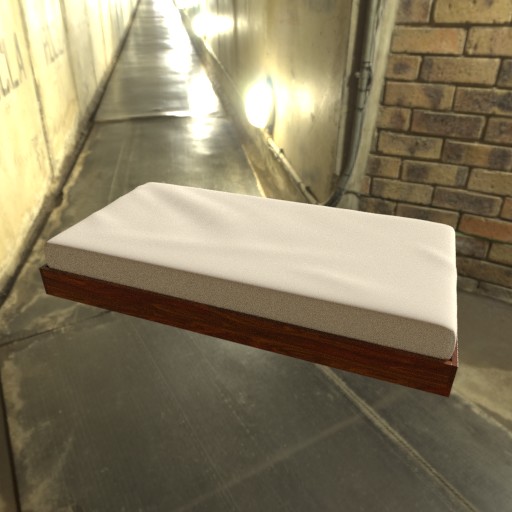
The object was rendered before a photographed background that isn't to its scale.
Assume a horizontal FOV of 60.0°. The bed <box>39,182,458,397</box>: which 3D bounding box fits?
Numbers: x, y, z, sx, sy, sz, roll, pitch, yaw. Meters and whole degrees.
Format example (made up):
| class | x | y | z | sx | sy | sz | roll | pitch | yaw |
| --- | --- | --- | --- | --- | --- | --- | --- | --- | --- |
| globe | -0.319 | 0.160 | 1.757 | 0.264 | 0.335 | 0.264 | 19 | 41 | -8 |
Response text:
| class | x | y | z | sx | sy | sz | roll | pitch | yaw |
| --- | --- | --- | --- | --- | --- | --- | --- | --- | --- |
| bed | 0.000 | 0.000 | 2.206 | 1.860 | 0.312 | 0.940 | 11 | 31 | 18 |
